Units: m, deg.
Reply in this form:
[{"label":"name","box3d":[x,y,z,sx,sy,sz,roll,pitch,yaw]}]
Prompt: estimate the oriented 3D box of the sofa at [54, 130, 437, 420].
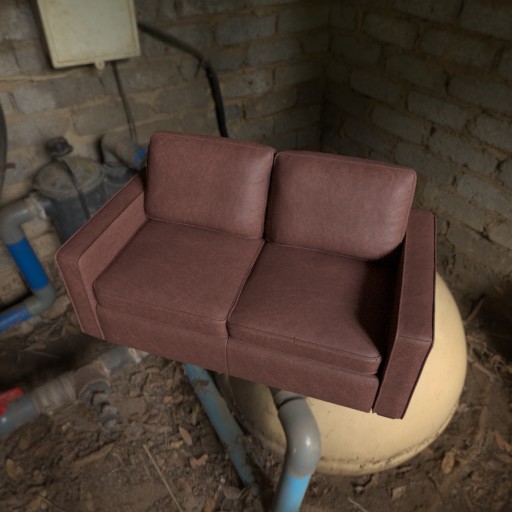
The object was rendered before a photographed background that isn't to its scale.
[{"label":"sofa","box3d":[0.000,0.000,2.273,1.709,0.918,0.947,12,42,13]}]
